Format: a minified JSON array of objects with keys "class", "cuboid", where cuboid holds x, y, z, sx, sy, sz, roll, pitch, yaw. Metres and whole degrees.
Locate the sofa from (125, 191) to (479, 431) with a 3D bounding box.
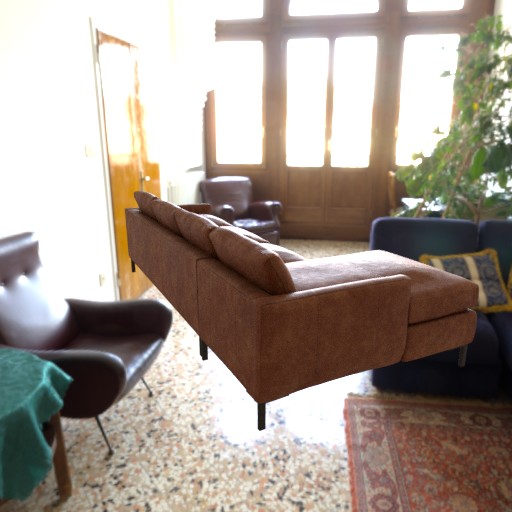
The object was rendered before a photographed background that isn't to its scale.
[{"class":"sofa","cuboid":[0.000,0.000,3.550,1.471,0.859,2.993,-8,17,-26]}]
